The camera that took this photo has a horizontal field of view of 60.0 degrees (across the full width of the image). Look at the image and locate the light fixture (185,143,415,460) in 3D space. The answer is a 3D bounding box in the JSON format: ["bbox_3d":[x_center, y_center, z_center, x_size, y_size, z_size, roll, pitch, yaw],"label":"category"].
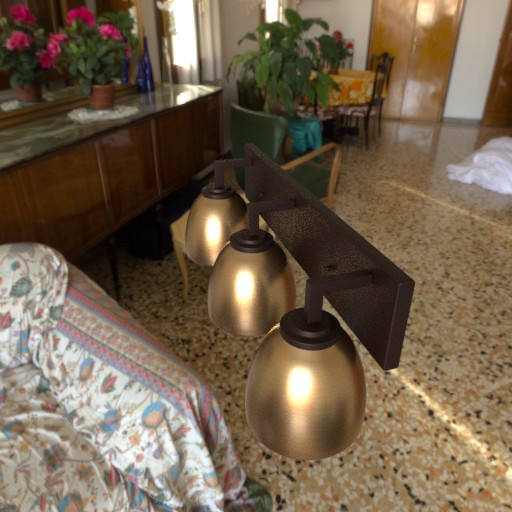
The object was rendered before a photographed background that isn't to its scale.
[{"bbox_3d":[0.000,0.000,0.683,0.157,0.204,0.582,-8,30,-15],"label":"light fixture"}]
